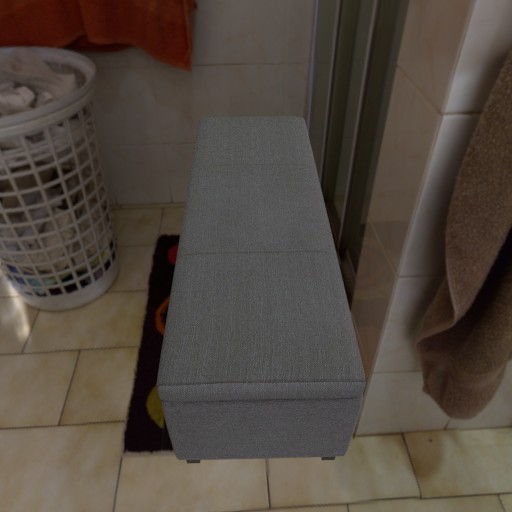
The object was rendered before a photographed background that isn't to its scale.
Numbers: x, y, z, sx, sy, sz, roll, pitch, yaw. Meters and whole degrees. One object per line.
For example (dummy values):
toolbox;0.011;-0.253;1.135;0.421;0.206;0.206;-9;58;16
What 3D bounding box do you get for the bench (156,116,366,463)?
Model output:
bench;0.000;0.000;1.502;0.446;0.438;1.269;-1;42;-1
